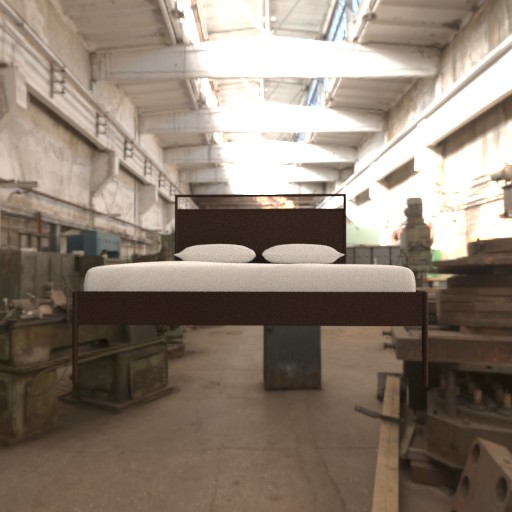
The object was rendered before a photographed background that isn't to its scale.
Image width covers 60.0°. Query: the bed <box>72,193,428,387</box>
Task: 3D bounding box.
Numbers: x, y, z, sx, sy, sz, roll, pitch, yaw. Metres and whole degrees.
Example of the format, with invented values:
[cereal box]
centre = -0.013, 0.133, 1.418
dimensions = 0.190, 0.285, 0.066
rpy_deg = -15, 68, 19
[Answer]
[bed]
centre = 0.000, 0.000, 3.011
dimensions = 1.572, 1.173, 2.122
rpy_deg = 0, -1, 2
